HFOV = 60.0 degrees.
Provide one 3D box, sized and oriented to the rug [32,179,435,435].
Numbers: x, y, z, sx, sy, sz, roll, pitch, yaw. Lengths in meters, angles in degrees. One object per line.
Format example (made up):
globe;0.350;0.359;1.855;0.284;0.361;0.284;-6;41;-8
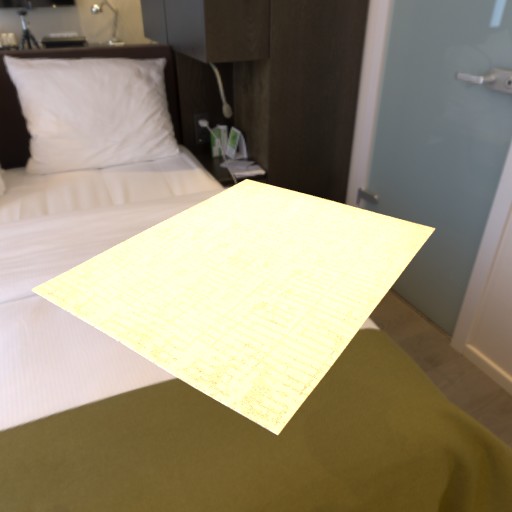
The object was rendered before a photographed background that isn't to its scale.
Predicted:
rug;0.000;0.000;4.158;2.447;0.014;3.061;20;36;29
